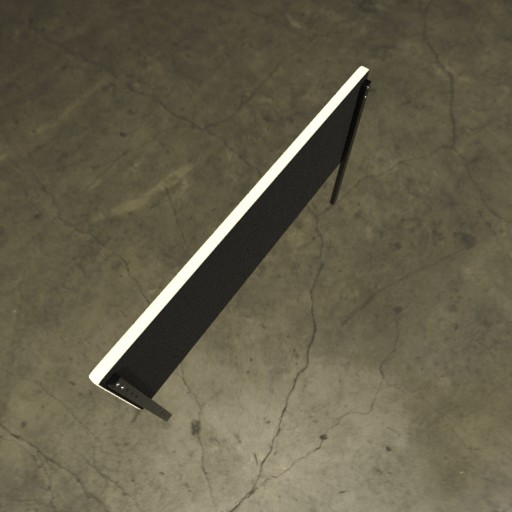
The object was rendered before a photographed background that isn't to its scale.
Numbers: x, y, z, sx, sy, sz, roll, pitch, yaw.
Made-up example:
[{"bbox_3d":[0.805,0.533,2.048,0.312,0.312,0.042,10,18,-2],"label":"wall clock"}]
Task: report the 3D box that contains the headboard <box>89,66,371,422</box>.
[{"bbox_3d":[0.000,0.000,2.946,0.120,1.410,2.362,33,68,15],"label":"headboard"}]
